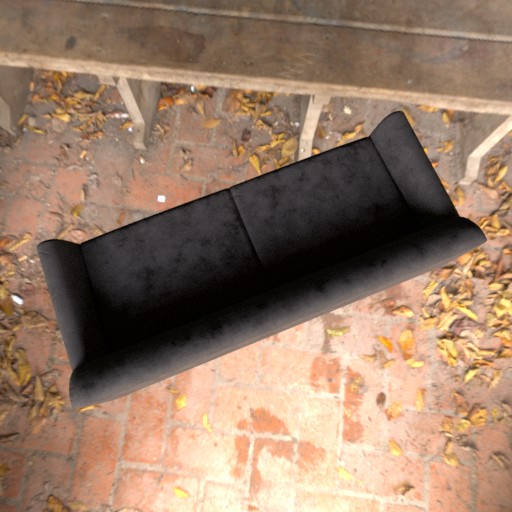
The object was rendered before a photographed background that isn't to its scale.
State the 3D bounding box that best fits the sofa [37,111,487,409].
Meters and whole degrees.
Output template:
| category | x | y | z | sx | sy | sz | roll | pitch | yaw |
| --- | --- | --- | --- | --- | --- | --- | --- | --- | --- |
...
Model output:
| category | x | y | z | sx | sy | sz | roll | pitch | yaw |
| --- | --- | --- | --- | --- | --- | --- | --- | --- | --- |
| sofa | 0.000 | 0.000 | 2.570 | 2.190 | 0.740 | 0.900 | -21 | 77 | -5 |
